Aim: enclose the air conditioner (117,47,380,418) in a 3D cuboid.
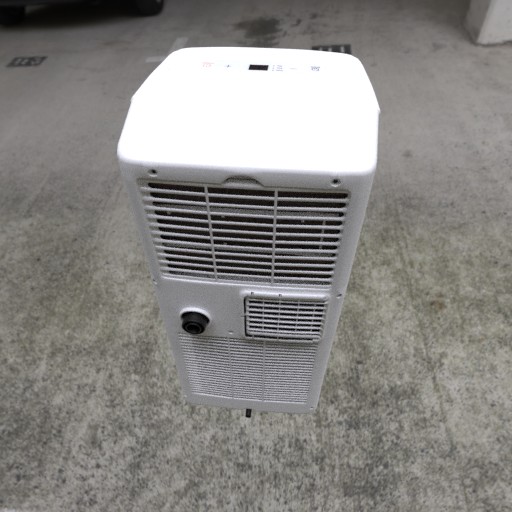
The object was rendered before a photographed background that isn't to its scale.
[{"bbox_3d":[0.000,0.000,0.776,0.304,0.606,0.349,4,46,4],"label":"air conditioner"}]
